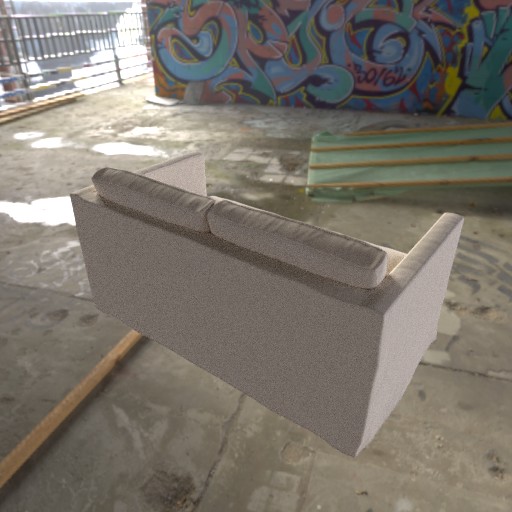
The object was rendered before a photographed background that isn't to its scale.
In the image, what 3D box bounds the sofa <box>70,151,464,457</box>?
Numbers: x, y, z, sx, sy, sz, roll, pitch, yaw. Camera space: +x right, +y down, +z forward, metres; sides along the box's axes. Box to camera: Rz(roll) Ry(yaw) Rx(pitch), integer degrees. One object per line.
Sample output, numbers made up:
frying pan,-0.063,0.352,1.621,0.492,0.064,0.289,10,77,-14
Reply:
sofa,0.000,0.000,2.301,1.746,0.834,0.962,20,36,31
